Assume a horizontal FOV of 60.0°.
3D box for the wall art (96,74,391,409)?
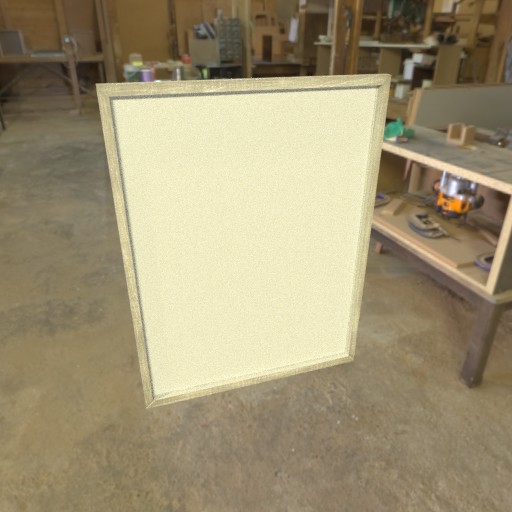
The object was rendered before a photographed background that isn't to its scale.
[{"bbox_3d":[0.000,0.000,1.370,0.781,1.022,0.035,-9,29,-16],"label":"wall art"}]
